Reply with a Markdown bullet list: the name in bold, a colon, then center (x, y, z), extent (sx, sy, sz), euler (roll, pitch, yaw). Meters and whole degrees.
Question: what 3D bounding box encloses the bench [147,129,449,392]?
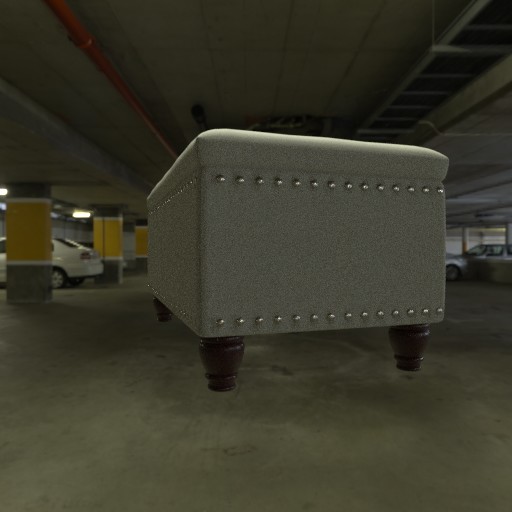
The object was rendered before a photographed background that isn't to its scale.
- **bench**: center (0.000, 0.000, 1.201), extent (0.500, 0.449, 0.887), euler (0, 1, -19)
